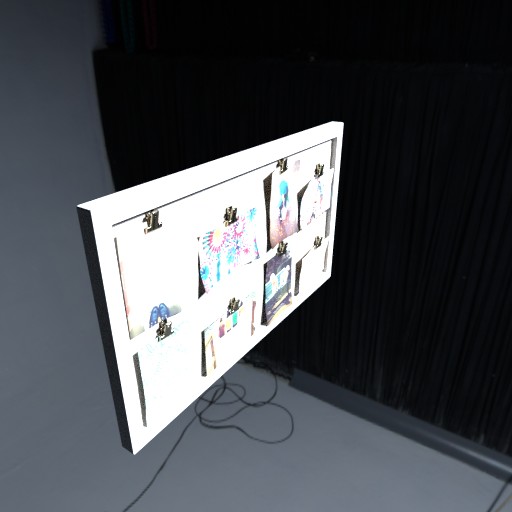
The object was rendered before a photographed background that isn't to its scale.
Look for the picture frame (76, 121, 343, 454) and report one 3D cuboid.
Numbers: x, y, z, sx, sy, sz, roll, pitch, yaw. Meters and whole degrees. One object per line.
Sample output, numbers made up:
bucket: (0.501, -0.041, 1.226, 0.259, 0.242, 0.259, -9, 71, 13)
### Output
picture frame: (0.000, 0.000, 0.802, 0.044, 0.379, 0.647, 17, 31, 30)
